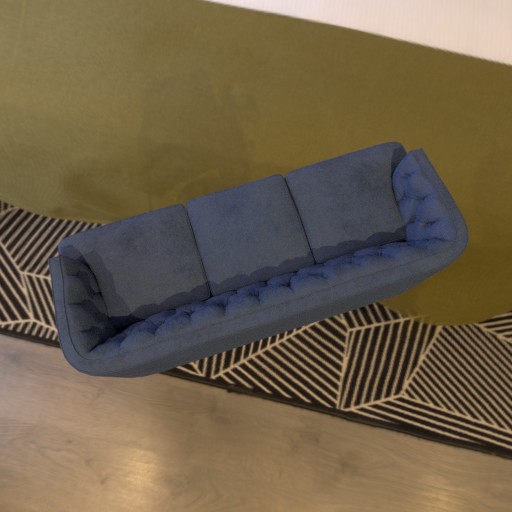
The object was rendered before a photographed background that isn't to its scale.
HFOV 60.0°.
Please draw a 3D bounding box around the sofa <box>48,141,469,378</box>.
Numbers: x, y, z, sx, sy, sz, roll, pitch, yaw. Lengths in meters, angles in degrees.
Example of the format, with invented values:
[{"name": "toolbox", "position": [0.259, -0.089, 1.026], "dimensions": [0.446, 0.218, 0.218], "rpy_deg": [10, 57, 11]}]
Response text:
[{"name": "sofa", "position": [0.000, 0.000, 2.711], "dimensions": [2.278, 0.855, 0.941], "rpy_deg": [-17, 75, -5]}]
